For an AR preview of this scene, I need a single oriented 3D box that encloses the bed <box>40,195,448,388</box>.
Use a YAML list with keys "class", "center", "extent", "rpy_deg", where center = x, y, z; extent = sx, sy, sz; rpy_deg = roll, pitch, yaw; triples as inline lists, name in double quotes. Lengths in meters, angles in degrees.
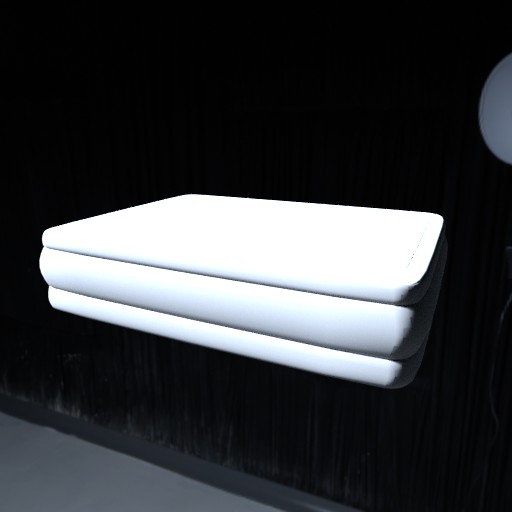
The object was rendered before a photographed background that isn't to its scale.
- class: "bed"
  center: [0.000, 0.000, 2.613]
  extent: [2.036, 0.460, 1.520]
  rpy_deg: [8, 18, 24]
